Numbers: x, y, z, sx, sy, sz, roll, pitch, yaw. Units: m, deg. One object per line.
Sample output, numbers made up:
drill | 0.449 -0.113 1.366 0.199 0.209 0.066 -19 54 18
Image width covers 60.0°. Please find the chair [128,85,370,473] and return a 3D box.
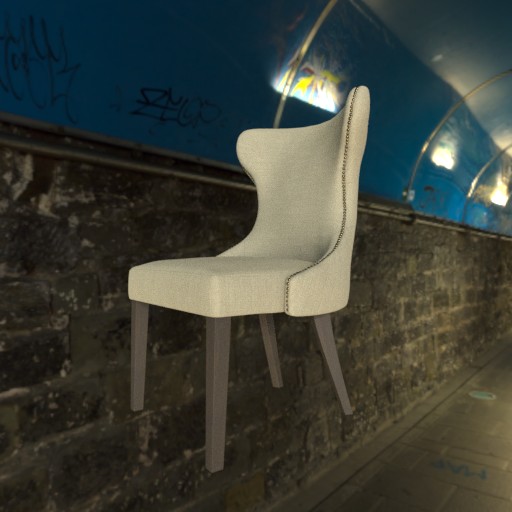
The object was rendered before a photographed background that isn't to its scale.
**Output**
chair | 0.000 0.000 1.375 0.635 0.967 0.628 0 0 -36
